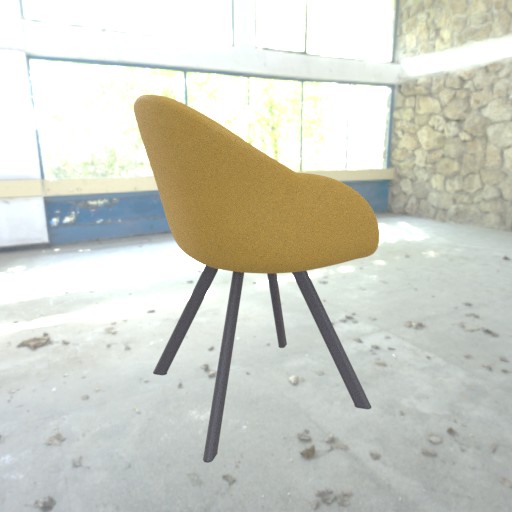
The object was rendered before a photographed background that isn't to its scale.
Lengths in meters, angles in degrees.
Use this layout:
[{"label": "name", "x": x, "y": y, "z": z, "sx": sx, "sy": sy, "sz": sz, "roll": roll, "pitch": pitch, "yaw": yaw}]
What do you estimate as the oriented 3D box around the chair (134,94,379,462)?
[{"label": "chair", "x": 0.000, "y": 0.000, "z": 1.199, "sx": 0.583, "sy": 0.793, "sz": 0.551, "roll": -7, "pitch": 15, "yaw": -26}]
